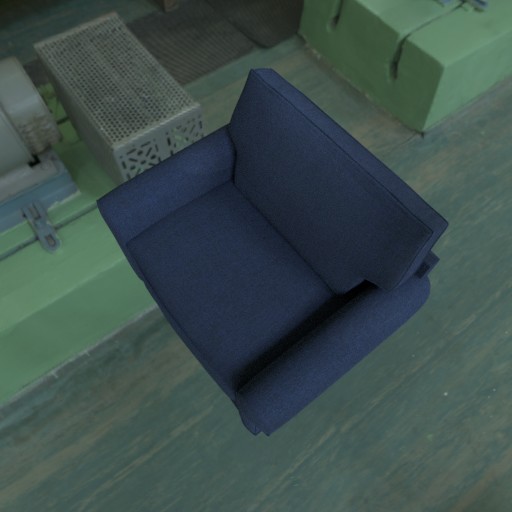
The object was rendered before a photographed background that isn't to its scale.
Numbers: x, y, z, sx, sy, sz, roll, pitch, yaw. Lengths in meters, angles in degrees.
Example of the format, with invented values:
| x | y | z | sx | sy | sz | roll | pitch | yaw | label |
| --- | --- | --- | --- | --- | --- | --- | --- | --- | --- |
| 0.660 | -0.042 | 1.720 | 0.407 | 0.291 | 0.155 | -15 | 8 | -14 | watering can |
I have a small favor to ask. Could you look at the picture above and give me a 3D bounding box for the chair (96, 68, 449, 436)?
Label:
| x | y | z | sx | sy | sz | roll | pitch | yaw | label |
| --- | --- | --- | --- | --- | --- | --- | --- | --- | --- |
| 0.000 | 0.000 | 2.018 | 0.963 | 1.044 | 1.285 | -35 | 68 | -16 | chair |
